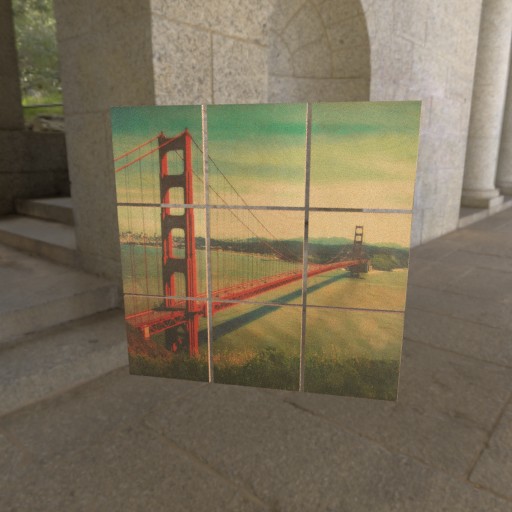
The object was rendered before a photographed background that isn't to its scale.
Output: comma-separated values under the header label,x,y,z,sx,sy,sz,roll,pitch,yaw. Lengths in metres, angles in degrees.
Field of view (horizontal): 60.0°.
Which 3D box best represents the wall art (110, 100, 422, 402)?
label,x,y,z,sx,sy,sz,roll,pitch,yaw
wall art,0.000,0.000,1.851,1.217,1.207,0.016,3,14,11
